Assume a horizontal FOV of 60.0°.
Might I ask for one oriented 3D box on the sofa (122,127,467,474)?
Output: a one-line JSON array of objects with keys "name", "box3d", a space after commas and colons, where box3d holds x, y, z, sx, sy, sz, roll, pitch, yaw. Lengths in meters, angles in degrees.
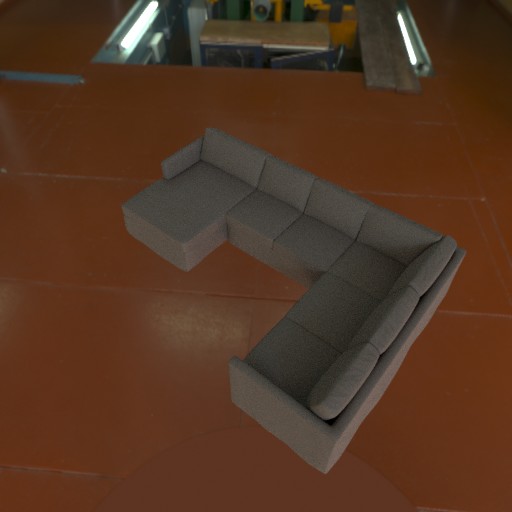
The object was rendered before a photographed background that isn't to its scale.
[{"name": "sofa", "box3d": [0.000, 0.000, 4.682, 3.528, 0.878, 2.476, 31, 54, 25]}]
